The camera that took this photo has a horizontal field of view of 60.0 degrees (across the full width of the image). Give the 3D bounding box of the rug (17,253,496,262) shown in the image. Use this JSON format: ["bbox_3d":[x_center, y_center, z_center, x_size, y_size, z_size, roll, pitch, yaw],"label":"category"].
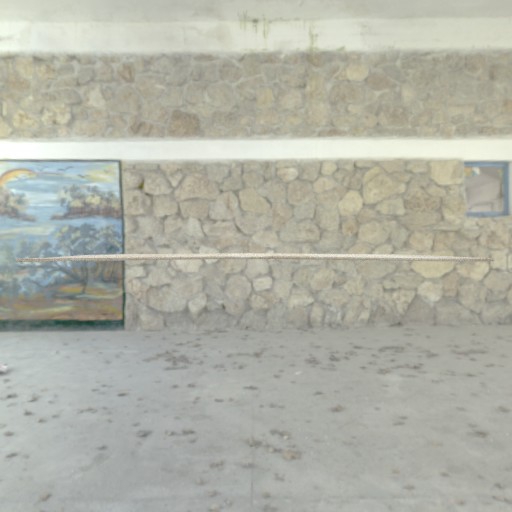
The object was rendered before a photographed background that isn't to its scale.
[{"bbox_3d":[0.000,0.000,2.890,2.283,0.030,1.596,0,1,1],"label":"rug"}]
